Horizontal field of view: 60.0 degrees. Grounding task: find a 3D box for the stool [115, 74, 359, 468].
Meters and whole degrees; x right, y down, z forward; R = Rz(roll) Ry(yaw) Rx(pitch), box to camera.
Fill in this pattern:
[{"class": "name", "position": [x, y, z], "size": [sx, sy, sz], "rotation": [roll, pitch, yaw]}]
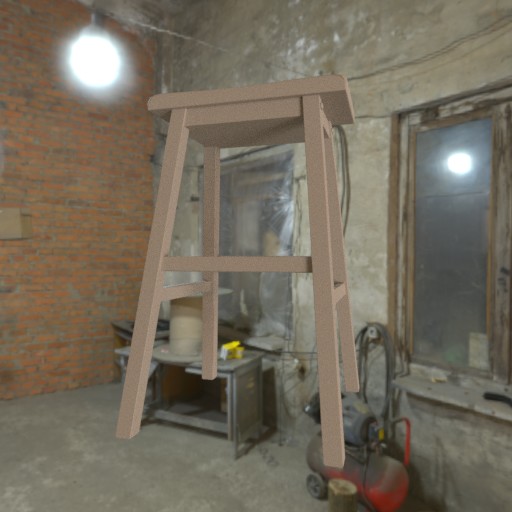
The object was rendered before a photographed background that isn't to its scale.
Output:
[{"class": "stool", "position": [0.000, 0.000, 1.064], "size": [0.457, 0.737, 0.476], "rotation": [0, 0, 16]}]
